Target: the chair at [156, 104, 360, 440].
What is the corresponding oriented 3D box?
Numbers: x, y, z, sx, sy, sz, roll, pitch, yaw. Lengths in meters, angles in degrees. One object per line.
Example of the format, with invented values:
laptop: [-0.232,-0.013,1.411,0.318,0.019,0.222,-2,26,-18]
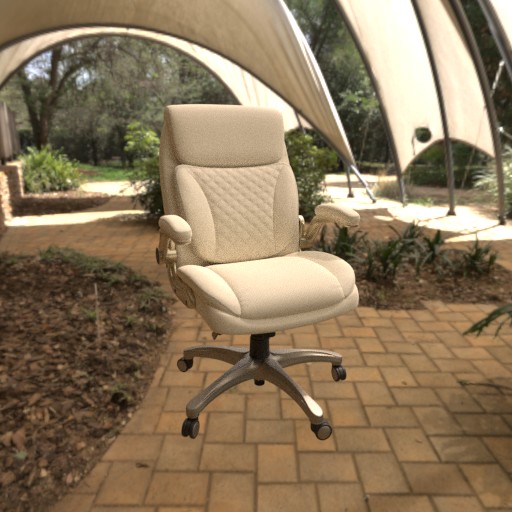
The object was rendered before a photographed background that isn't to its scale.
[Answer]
chair: [0.000,0.000,1.652,0.740,1.110,0.794,-8,17,-27]
